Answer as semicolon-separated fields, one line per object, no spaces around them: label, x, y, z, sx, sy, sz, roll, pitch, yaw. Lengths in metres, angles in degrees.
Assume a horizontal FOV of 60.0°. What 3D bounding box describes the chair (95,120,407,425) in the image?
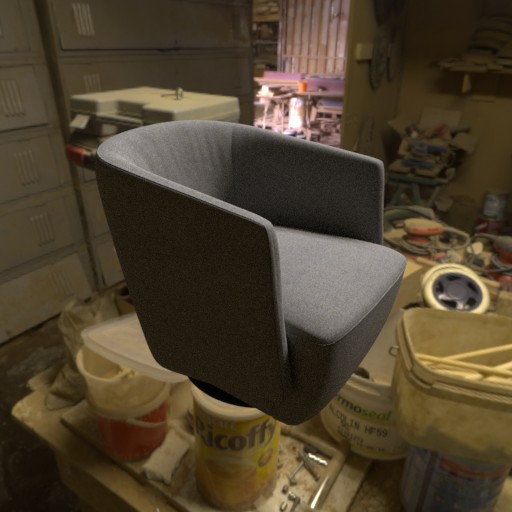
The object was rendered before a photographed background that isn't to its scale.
chair;0.000;0.000;1.634;0.986;0.861;0.822;17;31;31
